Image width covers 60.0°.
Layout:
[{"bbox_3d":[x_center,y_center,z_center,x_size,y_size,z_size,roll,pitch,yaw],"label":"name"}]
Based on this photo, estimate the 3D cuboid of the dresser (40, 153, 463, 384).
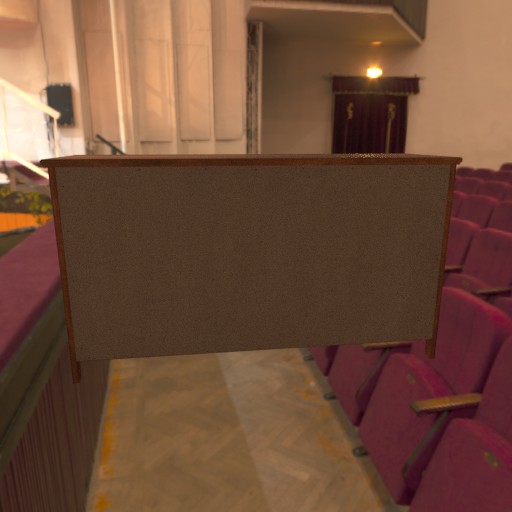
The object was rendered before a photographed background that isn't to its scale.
[{"bbox_3d":[0.000,0.000,1.938,1.551,0.856,0.463,-2,15,-8],"label":"dresser"}]
